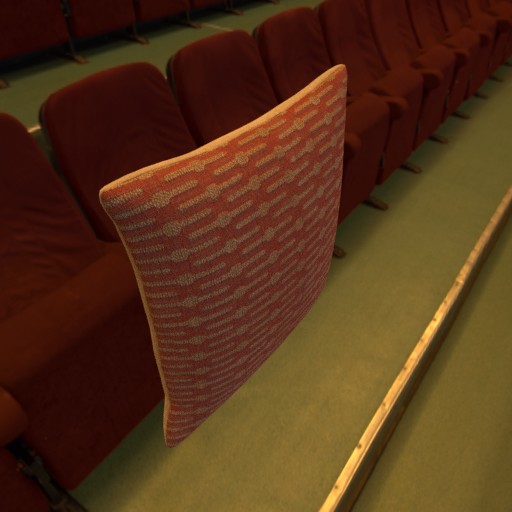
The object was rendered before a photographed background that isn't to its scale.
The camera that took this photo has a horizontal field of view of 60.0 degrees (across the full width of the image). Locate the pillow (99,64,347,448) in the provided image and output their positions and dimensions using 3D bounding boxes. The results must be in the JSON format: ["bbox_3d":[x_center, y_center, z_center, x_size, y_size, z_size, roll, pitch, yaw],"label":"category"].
[{"bbox_3d":[0.000,0.000,0.747,0.182,0.503,0.511,26,46,27],"label":"pillow"}]
